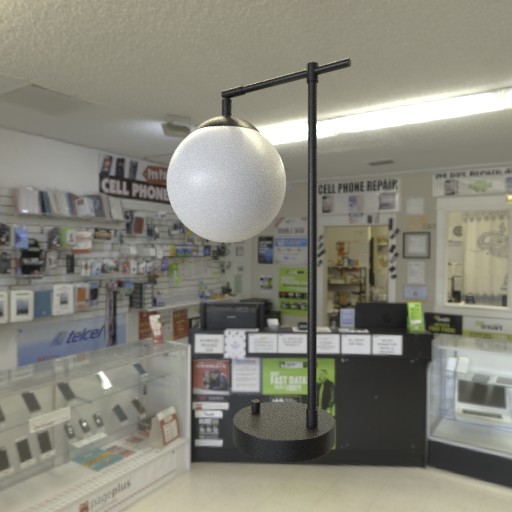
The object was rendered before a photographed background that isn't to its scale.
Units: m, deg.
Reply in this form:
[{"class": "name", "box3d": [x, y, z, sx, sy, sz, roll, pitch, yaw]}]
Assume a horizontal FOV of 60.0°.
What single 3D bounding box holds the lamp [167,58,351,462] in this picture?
[{"class": "lamp", "box3d": [0.000, 0.000, 0.706, 0.316, 0.559, 0.197, 1, 1, 35]}]
